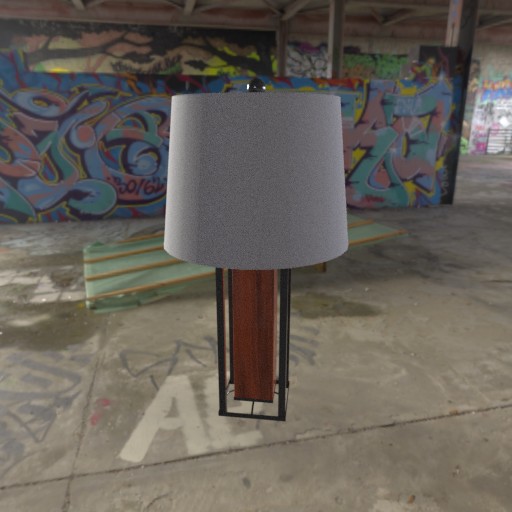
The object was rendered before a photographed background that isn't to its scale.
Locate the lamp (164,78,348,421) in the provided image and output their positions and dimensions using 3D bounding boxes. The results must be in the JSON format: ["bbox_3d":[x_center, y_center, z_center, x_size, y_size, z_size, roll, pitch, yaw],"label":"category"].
[{"bbox_3d":[0.000,0.000,0.790,0.320,0.591,0.320,0,17,0],"label":"lamp"}]
